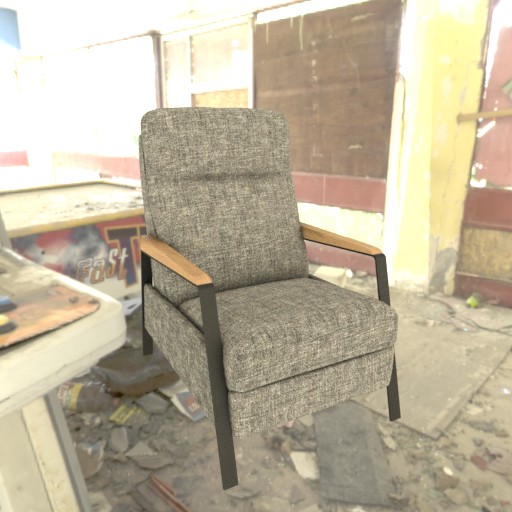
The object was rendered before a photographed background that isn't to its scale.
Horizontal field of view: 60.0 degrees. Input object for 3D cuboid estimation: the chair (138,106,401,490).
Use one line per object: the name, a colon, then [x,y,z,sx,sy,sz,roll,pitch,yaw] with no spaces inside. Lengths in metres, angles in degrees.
chair: [0.000,0.000,1.602,0.671,1.042,0.868,-9,18,-27]
